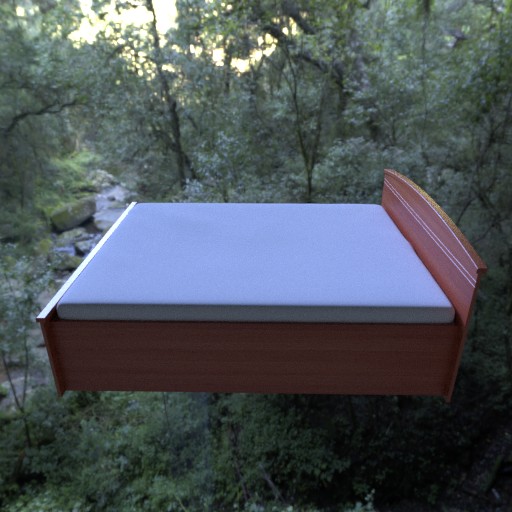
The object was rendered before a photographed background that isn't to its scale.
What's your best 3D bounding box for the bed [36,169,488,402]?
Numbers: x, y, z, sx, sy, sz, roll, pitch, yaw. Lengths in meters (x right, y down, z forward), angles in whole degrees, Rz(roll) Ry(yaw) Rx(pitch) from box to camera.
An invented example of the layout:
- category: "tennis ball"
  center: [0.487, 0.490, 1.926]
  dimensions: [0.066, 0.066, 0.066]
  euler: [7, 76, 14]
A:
- category: "bed"
  center: [0.000, 0.000, 2.863]
  dimensions: [2.053, 0.848, 1.683]
  euler: [0, 26, 1]
